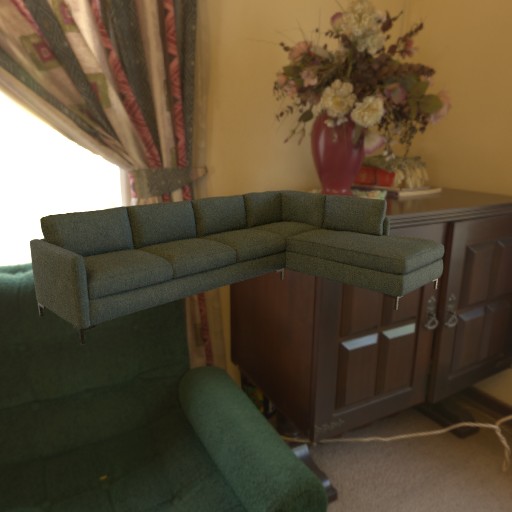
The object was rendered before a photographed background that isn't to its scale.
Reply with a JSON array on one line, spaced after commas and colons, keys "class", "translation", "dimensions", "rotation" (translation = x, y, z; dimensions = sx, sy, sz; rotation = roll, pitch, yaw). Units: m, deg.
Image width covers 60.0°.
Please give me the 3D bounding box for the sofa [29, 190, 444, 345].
[{"class": "sofa", "translation": [0.000, 0.000, 3.722], "dimensions": [2.007, 0.815, 2.949], "rotation": [14, 20, 43]}]
